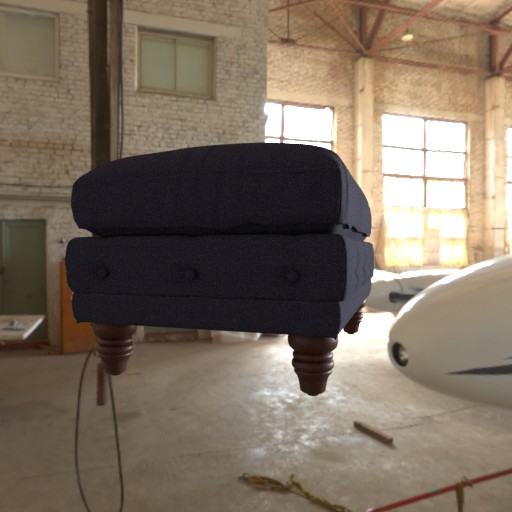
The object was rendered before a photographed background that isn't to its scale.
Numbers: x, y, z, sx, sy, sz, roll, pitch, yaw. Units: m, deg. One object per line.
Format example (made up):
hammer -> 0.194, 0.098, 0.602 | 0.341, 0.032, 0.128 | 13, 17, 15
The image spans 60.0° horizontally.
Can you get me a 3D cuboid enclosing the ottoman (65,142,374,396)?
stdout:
ottoman -> 0.000, 0.000, 1.152 | 0.558, 0.486, 0.767 | 0, 1, 18
